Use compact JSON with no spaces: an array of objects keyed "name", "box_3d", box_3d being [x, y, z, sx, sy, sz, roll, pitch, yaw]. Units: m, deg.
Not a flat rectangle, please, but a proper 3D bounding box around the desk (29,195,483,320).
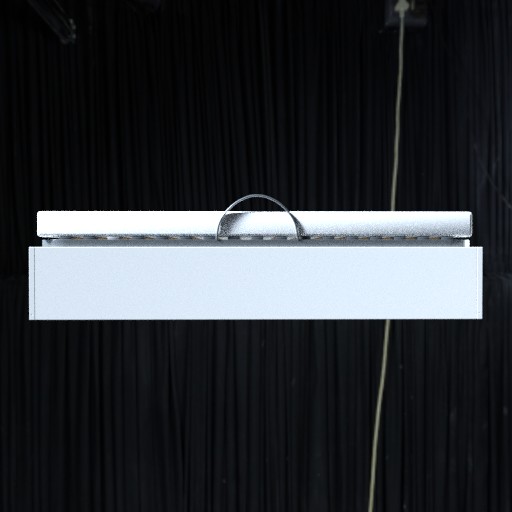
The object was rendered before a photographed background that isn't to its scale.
[{"name":"desk","box_3d":[0.000,0.000,2.303,1.900,0.526,0.900,0,1,-1]}]
